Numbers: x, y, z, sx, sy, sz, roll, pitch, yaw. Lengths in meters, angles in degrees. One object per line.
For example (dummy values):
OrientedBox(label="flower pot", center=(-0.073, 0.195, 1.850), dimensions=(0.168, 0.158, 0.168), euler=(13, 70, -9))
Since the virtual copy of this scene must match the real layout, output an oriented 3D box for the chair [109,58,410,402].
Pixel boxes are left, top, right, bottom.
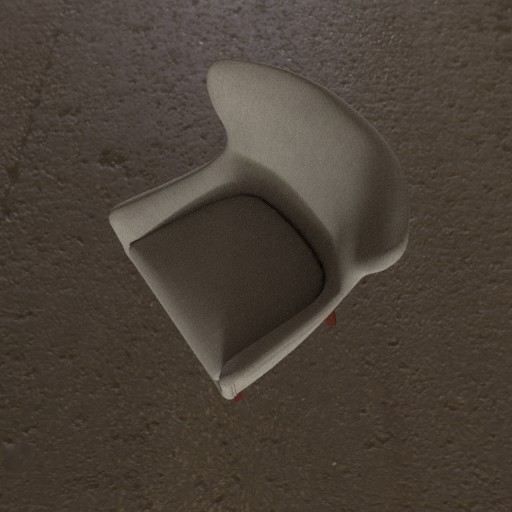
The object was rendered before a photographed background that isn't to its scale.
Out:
OrientedBox(label="chair", center=(0.000, 0.000, 1.459), dimensions=(0.677, 0.948, 0.732), euler=(-33, 68, -15))
